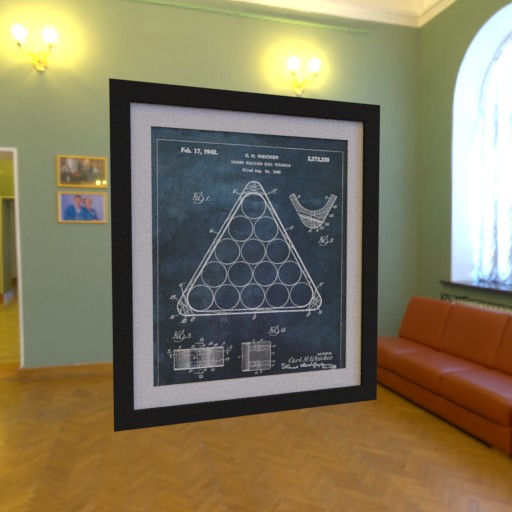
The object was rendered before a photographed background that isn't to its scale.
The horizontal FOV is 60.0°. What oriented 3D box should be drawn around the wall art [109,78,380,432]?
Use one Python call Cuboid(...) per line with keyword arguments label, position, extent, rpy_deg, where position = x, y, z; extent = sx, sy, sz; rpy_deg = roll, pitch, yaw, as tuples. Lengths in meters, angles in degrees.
Cuboid(label="wall art", position=(0.000, 0.000, 0.502), extent=(0.311, 0.361, 0.010), rpy_deg=(-1, 3, -17))
